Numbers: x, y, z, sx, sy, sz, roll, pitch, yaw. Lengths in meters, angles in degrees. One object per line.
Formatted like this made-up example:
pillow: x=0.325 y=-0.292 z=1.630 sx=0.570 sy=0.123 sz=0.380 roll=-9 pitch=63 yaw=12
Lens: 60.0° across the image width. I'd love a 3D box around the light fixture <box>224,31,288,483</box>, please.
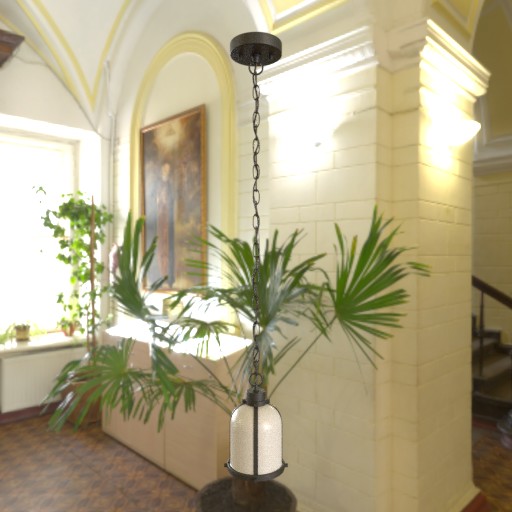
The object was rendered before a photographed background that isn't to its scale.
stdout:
light fixture: x=0.000 y=0.000 z=1.238 sx=0.178 sy=1.181 sz=0.178 roll=0 pitch=0 yaw=0
